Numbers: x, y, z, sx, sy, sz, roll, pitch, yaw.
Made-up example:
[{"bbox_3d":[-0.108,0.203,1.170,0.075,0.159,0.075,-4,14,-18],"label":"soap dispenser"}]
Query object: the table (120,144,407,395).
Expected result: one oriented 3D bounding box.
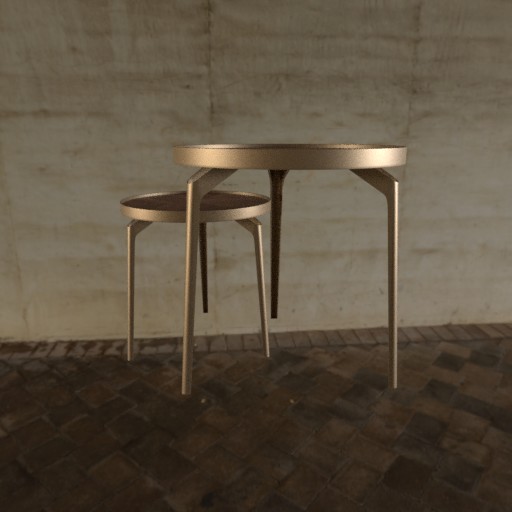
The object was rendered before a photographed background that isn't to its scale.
[{"bbox_3d":[0.000,0.000,1.147,0.751,0.555,0.532,8,17,26],"label":"table"}]
